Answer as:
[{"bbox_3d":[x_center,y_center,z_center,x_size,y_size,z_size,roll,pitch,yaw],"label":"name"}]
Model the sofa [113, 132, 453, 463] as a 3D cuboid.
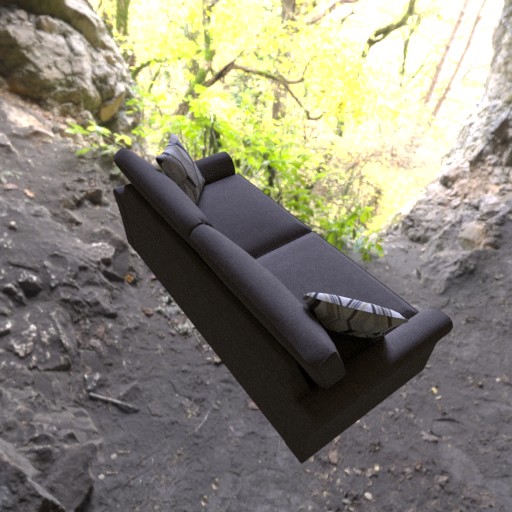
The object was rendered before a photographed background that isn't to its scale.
[{"bbox_3d":[0.000,0.000,2.570,0.889,0.813,2.032,-26,48,-26],"label":"sofa"}]
